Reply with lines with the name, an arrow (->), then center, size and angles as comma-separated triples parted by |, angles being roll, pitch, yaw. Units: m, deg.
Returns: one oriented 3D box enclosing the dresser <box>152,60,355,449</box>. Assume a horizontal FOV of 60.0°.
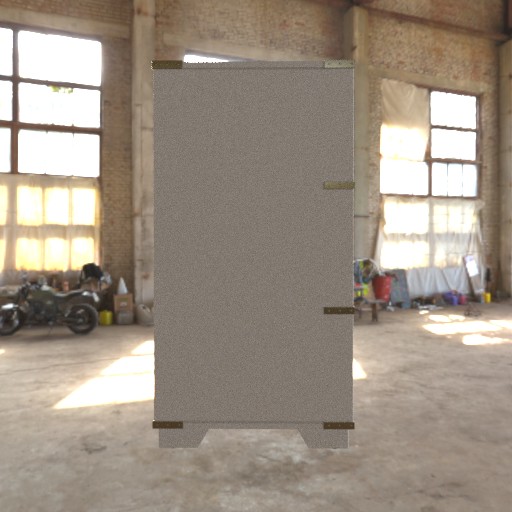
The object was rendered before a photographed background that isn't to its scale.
dresser -> 0.000, 0.000, 1.512 | 0.460, 0.891, 1.022 | 0, 0, 1
